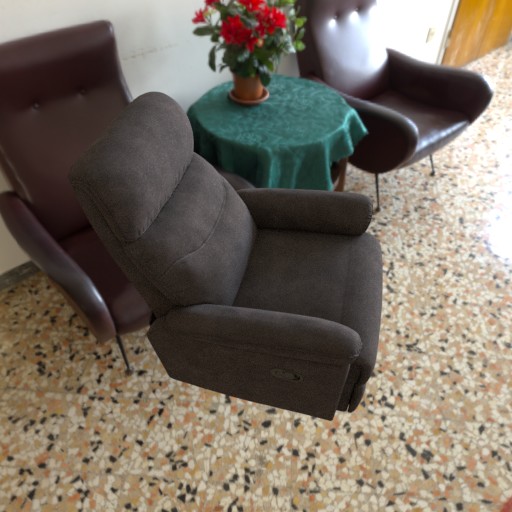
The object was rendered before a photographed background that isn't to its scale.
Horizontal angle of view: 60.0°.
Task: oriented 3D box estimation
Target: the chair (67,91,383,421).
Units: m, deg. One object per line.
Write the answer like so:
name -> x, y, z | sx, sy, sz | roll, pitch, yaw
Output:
chair -> 0.000, 0.000, 1.705 | 1.009, 1.035, 0.830 | 10, 46, 10
